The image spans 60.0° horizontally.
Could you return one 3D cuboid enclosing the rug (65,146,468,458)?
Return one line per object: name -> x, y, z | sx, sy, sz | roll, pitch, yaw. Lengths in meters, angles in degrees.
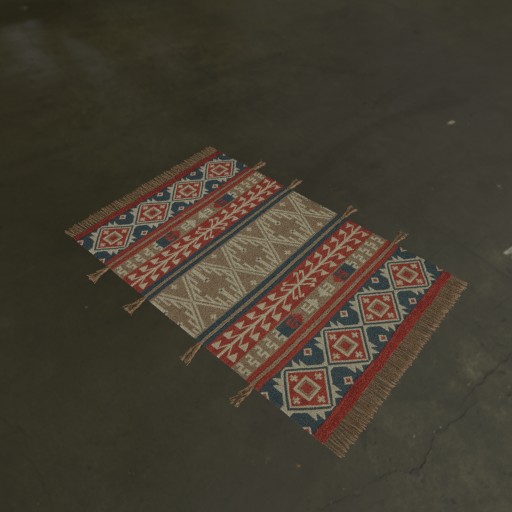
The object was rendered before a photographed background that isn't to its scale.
rug -> 0.000, 0.000, 3.080 | 2.450, 0.048, 1.778 | 33, 55, 27
